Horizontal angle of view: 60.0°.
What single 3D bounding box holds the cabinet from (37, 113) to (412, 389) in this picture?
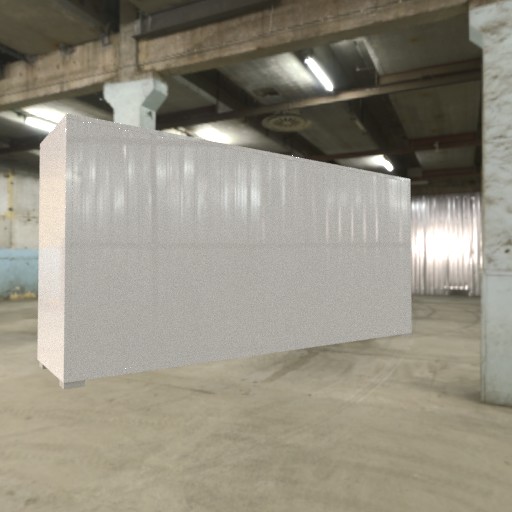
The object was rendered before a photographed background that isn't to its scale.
[{"bbox_3d":[0.000,0.000,1.924,1.650,0.800,0.400,1,-2,-36],"label":"cabinet"}]
